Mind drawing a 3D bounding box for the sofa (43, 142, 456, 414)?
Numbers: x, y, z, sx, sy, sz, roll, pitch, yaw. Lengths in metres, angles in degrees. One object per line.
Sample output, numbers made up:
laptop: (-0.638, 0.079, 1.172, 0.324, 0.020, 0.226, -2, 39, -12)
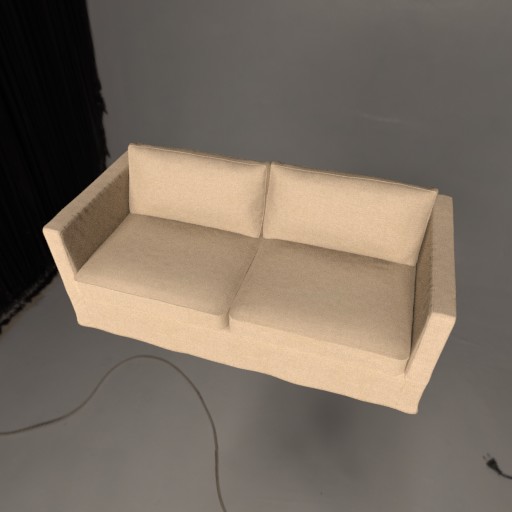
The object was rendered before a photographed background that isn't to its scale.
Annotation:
sofa: (0.000, 0.000, 2.480, 1.987, 0.847, 0.956, 12, 43, 13)
